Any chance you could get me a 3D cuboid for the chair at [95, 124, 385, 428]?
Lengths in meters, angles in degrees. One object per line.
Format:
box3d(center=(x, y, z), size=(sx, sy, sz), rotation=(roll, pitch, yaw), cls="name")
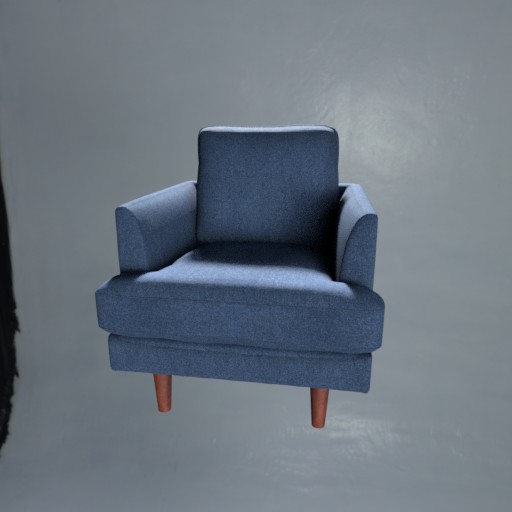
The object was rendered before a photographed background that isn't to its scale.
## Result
box3d(center=(0.000, 0.000, 1.669), size=(0.858, 0.957, 0.899), rotation=(3, 16, 9), cls="chair")
